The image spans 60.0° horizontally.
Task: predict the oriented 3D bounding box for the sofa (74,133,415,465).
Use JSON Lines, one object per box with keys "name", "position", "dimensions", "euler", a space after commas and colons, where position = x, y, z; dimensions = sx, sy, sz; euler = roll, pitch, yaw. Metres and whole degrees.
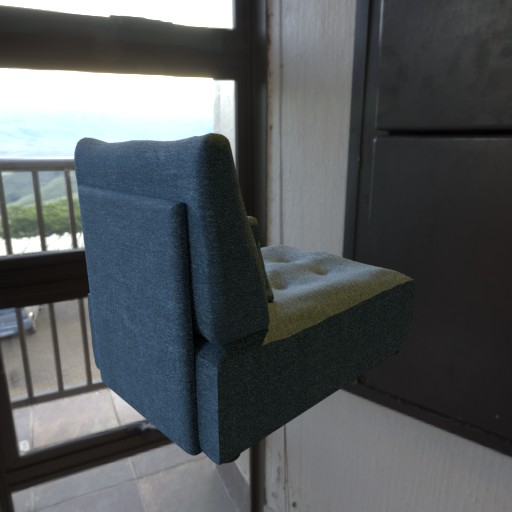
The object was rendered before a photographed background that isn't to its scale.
{"name": "sofa", "position": [0.000, 0.000, 1.547], "dimensions": [1.000, 0.820, 0.700], "euler": [-14, 21, -42]}
